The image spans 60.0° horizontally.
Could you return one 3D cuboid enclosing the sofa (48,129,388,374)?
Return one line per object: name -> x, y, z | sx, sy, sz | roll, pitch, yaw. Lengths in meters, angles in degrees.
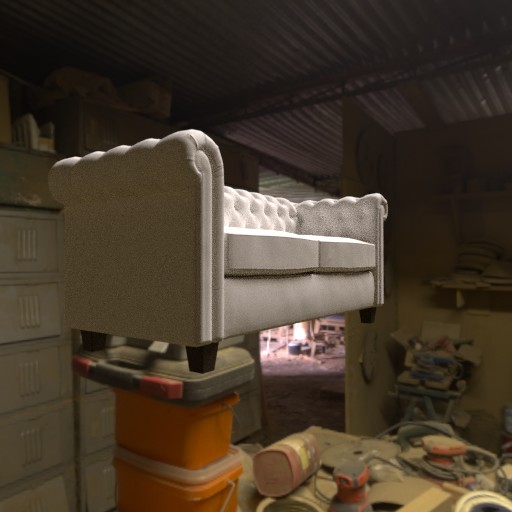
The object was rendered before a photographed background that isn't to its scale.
sofa -> 0.000, 0.000, 2.265 | 0.771, 0.796, 1.798 | -1, -1, 36
